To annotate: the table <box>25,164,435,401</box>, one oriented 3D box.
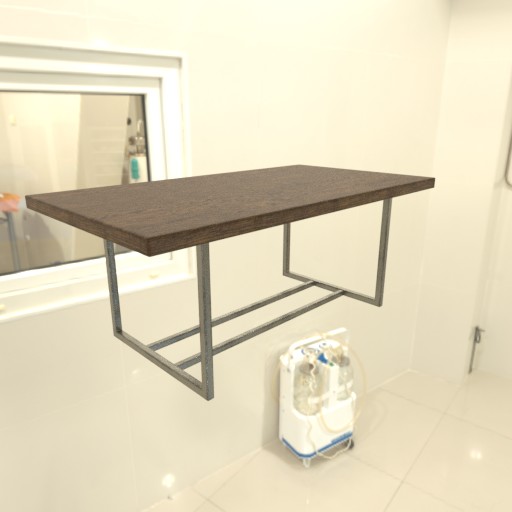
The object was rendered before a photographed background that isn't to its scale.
[{"bbox_3d":[0.000,0.000,2.499,1.989,0.795,1.078,-17,24,-42],"label":"table"}]
